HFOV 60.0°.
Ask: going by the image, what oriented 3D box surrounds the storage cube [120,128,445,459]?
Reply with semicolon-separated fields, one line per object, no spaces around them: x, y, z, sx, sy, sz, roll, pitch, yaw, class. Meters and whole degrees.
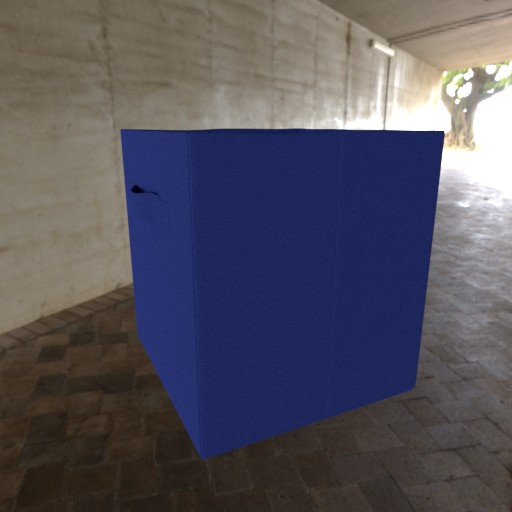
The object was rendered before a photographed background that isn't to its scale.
0.000;0.000;0.510;0.270;0.280;0.270;-8;18;-25;storage cube
